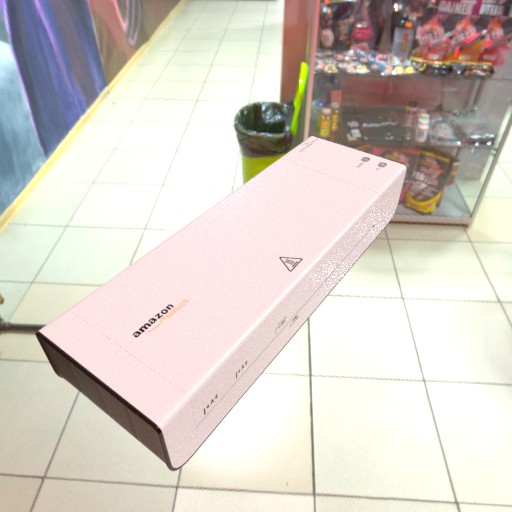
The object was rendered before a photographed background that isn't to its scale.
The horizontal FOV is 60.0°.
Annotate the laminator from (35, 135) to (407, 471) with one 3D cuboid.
[{"bbox_3d":[0.000,0.000,0.381,0.123,0.062,0.340,26,48,26],"label":"laminator"}]
